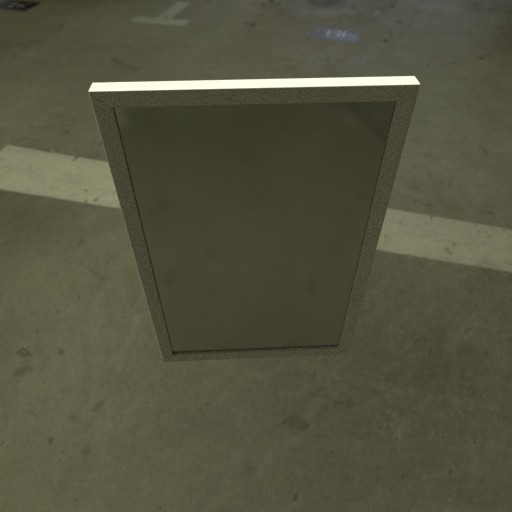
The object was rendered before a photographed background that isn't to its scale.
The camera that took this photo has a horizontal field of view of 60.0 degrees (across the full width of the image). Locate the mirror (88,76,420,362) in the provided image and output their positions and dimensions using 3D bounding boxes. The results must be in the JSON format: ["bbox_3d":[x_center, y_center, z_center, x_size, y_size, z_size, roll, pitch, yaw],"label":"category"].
[{"bbox_3d":[0.000,0.000,1.150,0.609,0.914,0.041,-2,45,-2],"label":"mirror"}]
